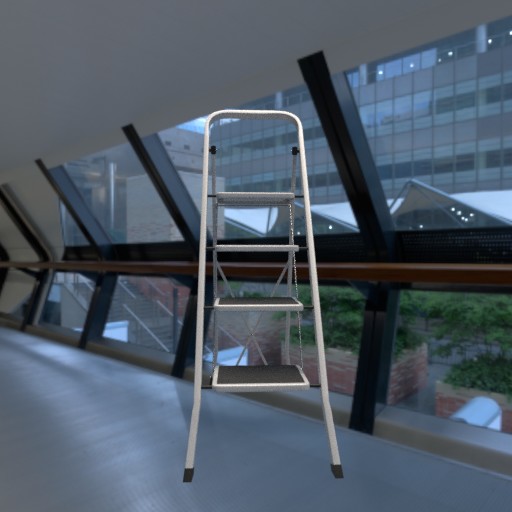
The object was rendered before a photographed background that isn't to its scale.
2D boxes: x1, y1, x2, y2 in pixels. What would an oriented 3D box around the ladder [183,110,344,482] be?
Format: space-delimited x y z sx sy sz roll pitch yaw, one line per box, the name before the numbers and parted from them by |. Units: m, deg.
ladder | 0.000 0.000 1.708 0.460 1.265 0.914 0 1 -3
